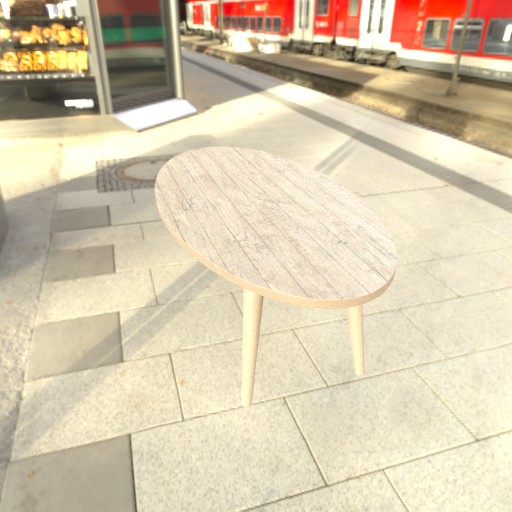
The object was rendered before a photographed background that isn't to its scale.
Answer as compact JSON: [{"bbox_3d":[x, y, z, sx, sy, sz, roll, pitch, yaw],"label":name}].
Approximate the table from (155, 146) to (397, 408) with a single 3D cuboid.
[{"bbox_3d":[0.000,0.000,1.341,0.542,0.390,1.083,-10,30,-17],"label":"table"}]
